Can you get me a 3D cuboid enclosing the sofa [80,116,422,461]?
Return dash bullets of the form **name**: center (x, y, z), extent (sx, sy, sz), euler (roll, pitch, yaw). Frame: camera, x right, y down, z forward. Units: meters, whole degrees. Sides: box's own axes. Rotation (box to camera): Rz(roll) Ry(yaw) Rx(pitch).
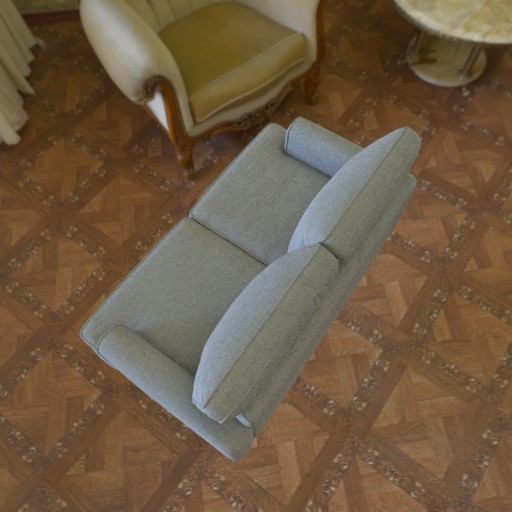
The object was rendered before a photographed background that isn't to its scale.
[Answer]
- **sofa**: center (0.000, 0.000, 2.228), extent (0.965, 0.965, 1.651), euler (32, 68, 15)
